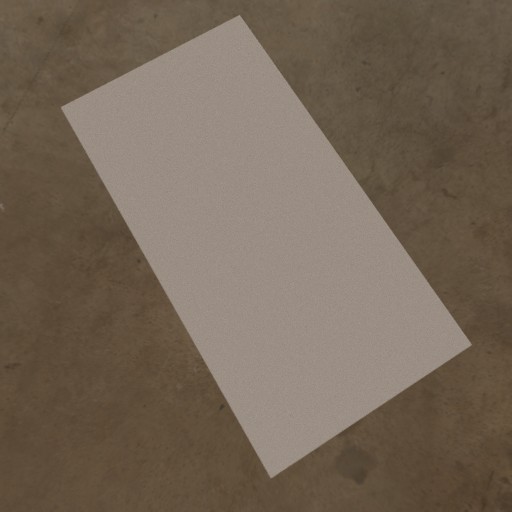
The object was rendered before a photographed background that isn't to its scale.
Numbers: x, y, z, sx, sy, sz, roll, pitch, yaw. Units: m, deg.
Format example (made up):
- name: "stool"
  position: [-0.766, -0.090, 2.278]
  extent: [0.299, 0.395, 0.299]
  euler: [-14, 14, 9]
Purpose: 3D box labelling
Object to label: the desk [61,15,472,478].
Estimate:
- name: "desk"
  position: [0.000, 0.000, 1.293]
  extent: [0.482, 0.730, 0.898]
  euler: [-31, 79, -7]
